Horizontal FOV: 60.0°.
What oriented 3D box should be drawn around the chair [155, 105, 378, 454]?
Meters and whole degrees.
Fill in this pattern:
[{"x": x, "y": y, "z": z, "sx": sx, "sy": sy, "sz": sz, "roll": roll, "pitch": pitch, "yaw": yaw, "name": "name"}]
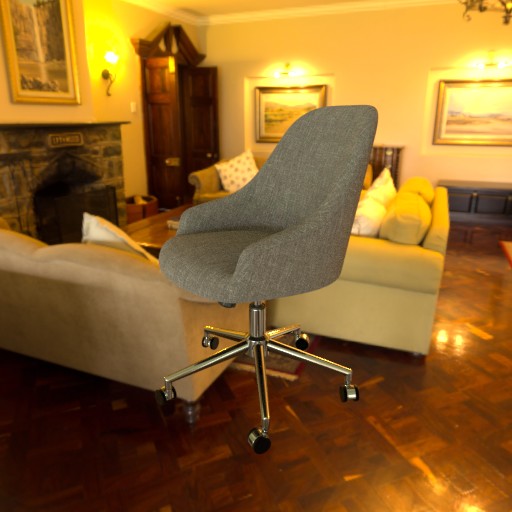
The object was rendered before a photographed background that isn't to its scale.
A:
[{"x": 0.000, "y": 0.000, "z": 1.465, "sx": 0.712, "sy": 0.950, "sz": 0.671, "roll": -9, "pitch": 19, "yaw": -25, "name": "chair"}]
